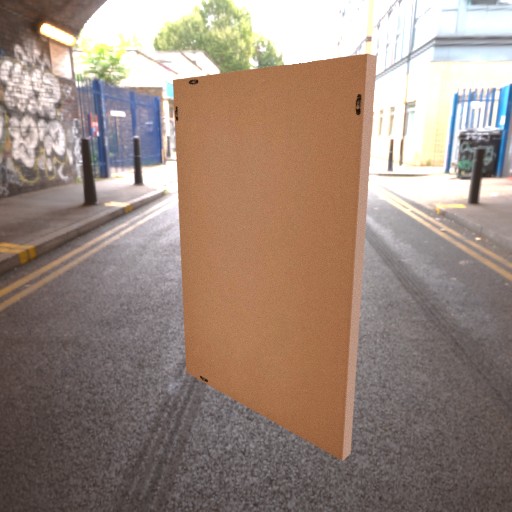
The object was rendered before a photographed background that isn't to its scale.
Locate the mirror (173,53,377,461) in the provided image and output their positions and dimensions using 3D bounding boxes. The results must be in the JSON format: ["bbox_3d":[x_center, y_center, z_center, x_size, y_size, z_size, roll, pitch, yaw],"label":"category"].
[{"bbox_3d":[0.000,0.000,1.170,0.609,0.915,0.041,14,21,41],"label":"mirror"}]
